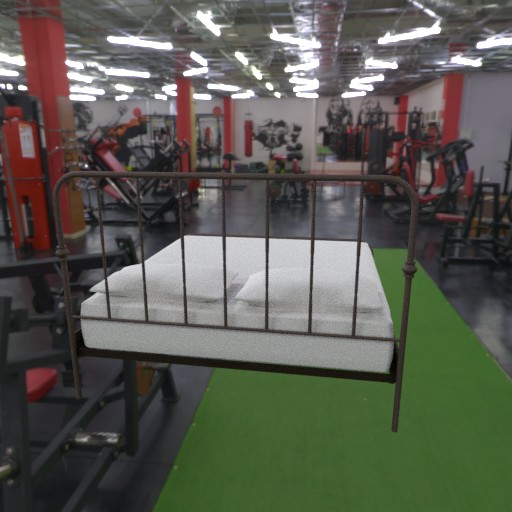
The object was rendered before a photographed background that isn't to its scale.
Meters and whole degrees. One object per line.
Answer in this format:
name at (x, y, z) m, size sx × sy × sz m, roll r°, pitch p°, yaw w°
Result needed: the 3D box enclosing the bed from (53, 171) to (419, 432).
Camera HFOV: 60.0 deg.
bed at (0.000, 0.000, 3.500) m, size 2.044 × 1.446 × 2.134 m, roll 3°, pitch 15°, yaw 9°
